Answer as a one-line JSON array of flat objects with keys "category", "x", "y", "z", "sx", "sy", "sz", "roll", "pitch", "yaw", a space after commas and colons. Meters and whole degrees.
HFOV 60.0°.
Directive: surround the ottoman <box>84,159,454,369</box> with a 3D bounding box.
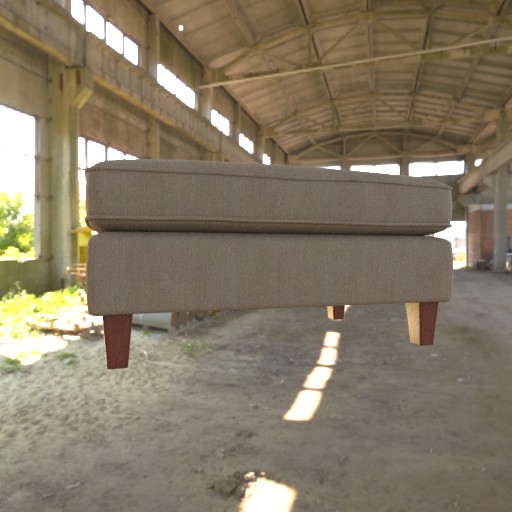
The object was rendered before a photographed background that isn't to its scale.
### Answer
[{"category": "ottoman", "x": 0.000, "y": 0.000, "z": 1.324, "sx": 0.941, "sy": 0.480, "sz": 0.636, "roll": 0, "pitch": 0, "yaw": -18}]
